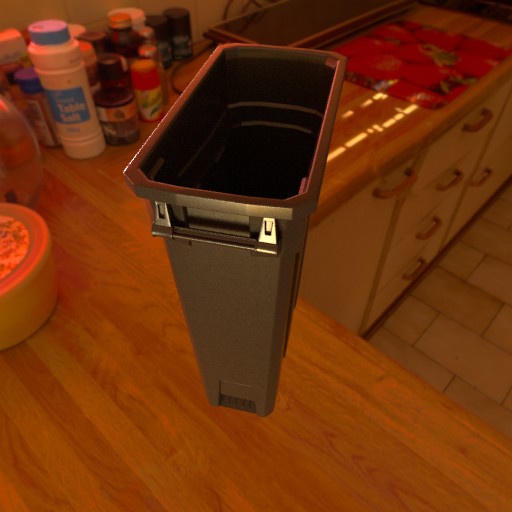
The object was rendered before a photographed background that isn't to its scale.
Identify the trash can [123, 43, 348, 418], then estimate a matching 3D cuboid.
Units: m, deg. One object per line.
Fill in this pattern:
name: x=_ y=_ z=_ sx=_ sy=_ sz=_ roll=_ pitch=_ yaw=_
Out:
trash can: x=0.000 y=0.000 z=1.051 sx=0.281 sy=0.762 sz=0.559 roll=9 pitch=46 yaw=9
